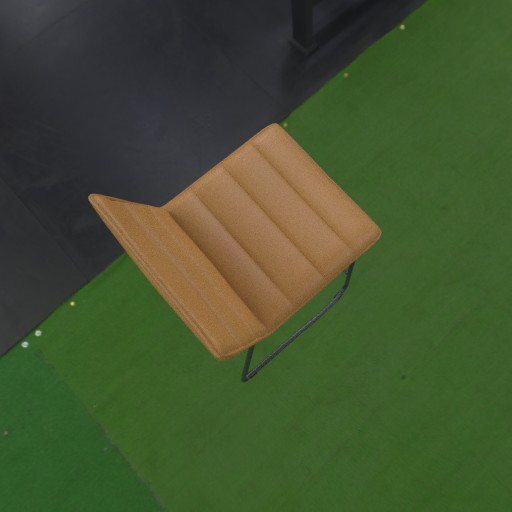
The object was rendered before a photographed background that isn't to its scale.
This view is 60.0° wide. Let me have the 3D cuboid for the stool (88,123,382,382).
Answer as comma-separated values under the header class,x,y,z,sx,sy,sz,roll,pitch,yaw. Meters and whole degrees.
class,x,y,z,sx,sy,sz,roll,pitch,yaw
stool,0.000,0.000,1.247,0.524,0.936,0.489,-39,78,-10
